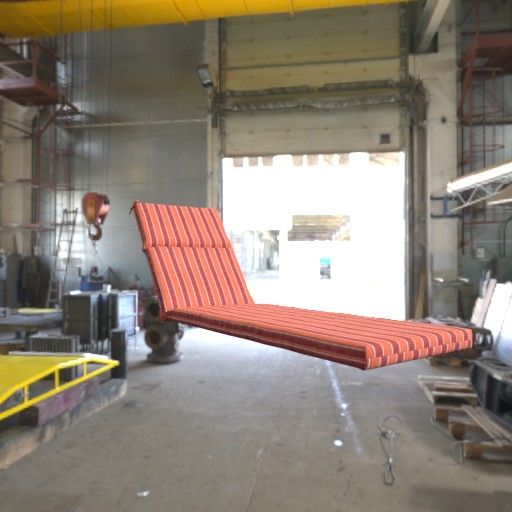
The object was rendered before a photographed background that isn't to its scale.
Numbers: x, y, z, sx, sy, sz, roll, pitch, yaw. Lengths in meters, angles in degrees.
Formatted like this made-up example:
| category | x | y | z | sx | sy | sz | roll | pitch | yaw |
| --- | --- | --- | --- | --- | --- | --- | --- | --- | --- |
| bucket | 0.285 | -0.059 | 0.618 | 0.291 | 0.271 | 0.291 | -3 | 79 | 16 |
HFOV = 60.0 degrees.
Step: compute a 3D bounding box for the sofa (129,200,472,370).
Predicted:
| category | x | y | z | sx | sy | sz | roll | pitch | yaw |
| --- | --- | --- | --- | --- | --- | --- | --- | --- | --- |
| sofa | 0.000 | 0.000 | 1.930 | 0.582 | 0.622 | 1.663 | 1 | -1 | -36 |
